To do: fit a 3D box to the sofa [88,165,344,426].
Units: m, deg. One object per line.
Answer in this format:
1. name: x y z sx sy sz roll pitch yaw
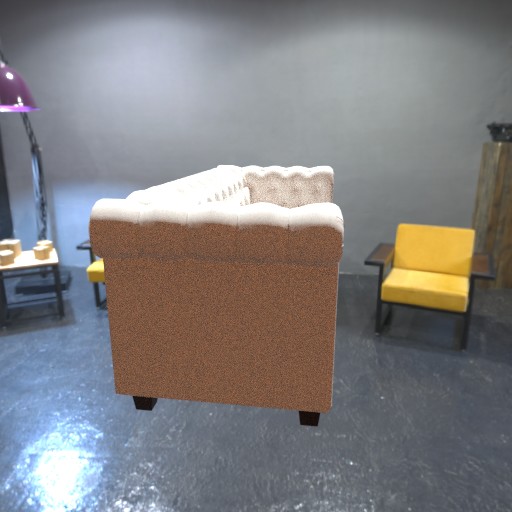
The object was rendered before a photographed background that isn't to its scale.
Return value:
1. sofa: 0.000 0.000 2.212 0.771 0.796 1.798 2 15 8
